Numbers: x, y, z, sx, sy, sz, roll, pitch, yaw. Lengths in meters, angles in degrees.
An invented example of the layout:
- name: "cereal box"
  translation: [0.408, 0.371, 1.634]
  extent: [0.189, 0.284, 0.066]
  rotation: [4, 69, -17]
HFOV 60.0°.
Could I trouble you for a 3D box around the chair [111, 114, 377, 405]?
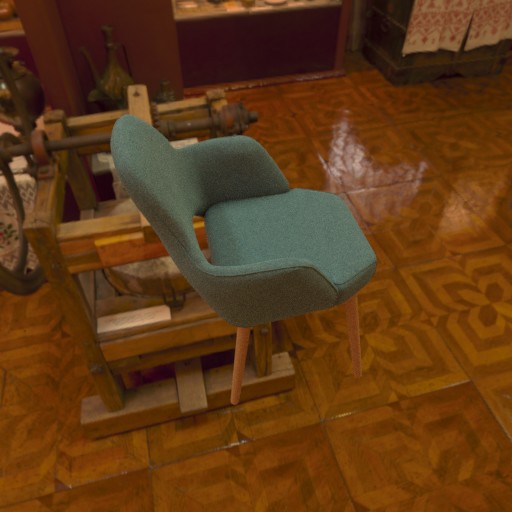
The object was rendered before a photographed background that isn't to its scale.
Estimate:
- name: "chair"
  translation: [0.000, 0.000, 1.351]
  extent: [0.666, 0.920, 0.589]
  rotation: [-9, 47, -9]
